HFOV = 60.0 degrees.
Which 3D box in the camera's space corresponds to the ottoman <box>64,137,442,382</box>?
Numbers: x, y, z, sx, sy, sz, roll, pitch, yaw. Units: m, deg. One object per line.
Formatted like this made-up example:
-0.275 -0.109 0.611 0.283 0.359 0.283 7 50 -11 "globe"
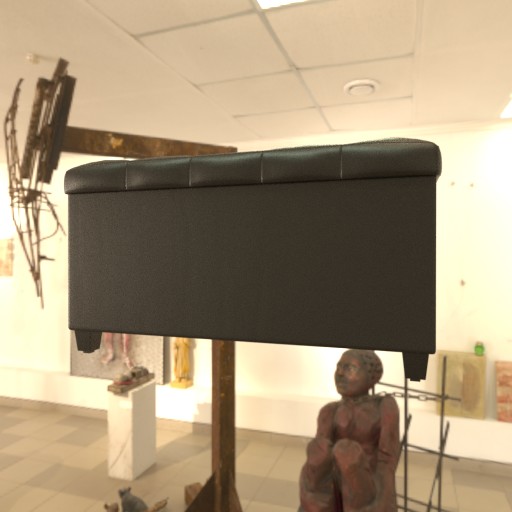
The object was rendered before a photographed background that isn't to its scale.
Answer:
0.000 0.000 1.117 0.838 0.470 0.432 0 0 18 "ottoman"
